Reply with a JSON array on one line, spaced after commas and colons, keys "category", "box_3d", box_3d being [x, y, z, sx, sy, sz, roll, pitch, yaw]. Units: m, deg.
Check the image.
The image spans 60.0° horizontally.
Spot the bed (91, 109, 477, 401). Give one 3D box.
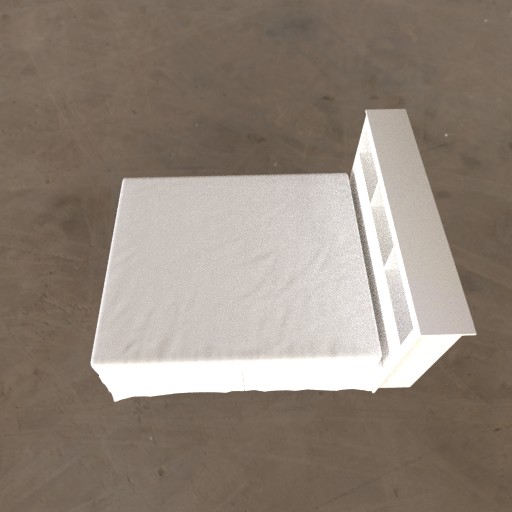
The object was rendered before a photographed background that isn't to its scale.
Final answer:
[{"category": "bed", "box_3d": [0.000, 0.000, 3.079, 2.133, 1.092, 1.671, -1, 58, -1]}]
